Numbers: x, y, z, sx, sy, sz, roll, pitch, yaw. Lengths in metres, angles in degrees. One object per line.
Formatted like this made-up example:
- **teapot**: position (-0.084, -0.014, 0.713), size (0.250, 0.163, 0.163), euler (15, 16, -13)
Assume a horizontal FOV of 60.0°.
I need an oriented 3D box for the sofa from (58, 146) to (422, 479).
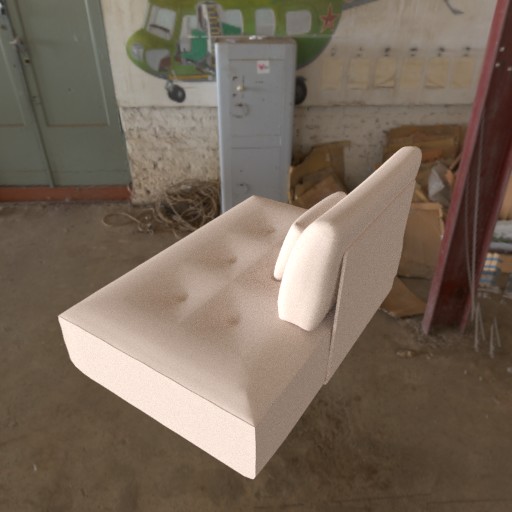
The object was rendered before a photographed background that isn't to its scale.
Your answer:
- **sofa**: position (0.000, 0.000, 2.046), size (1.000, 0.820, 1.450), euler (19, 37, 28)
